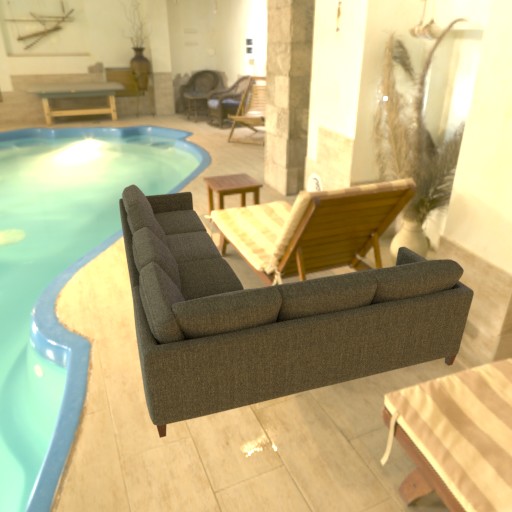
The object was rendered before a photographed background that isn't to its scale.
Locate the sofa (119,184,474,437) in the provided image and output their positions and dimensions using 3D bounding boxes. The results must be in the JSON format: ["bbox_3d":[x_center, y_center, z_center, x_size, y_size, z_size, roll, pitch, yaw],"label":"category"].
[{"bbox_3d":[0.000,0.000,4.607,2.593,0.947,3.302,-8,27,-16],"label":"sofa"}]
